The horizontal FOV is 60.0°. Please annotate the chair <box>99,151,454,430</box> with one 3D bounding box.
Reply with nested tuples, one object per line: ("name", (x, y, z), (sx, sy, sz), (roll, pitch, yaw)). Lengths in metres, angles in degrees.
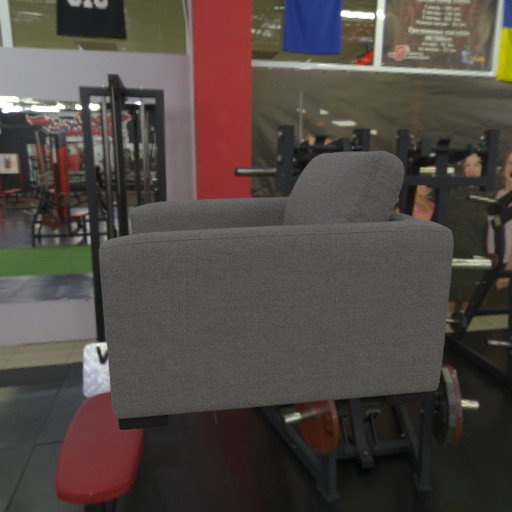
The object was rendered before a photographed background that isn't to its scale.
("chair", (0.000, 0.000, 1.847), (1.100, 0.847, 1.070), (-2, 13, -9))
